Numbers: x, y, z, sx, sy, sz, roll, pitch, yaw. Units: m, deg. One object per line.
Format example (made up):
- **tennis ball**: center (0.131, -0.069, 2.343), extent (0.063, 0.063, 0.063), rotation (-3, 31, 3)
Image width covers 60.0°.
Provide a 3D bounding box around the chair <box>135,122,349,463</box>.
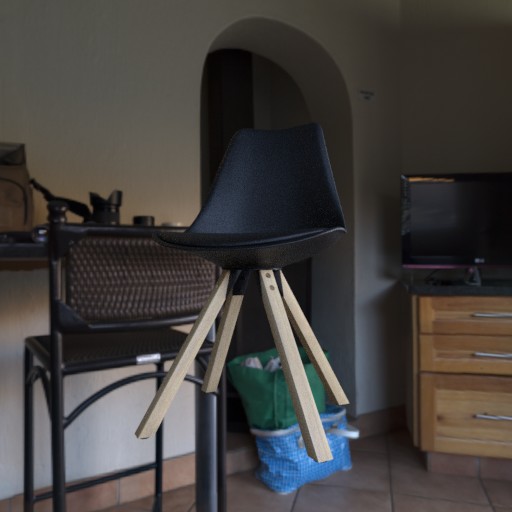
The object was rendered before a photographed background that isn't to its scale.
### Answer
- **chair**: center (0.000, 0.000, 1.187), extent (0.485, 0.850, 0.549), rotation (0, -1, 17)
